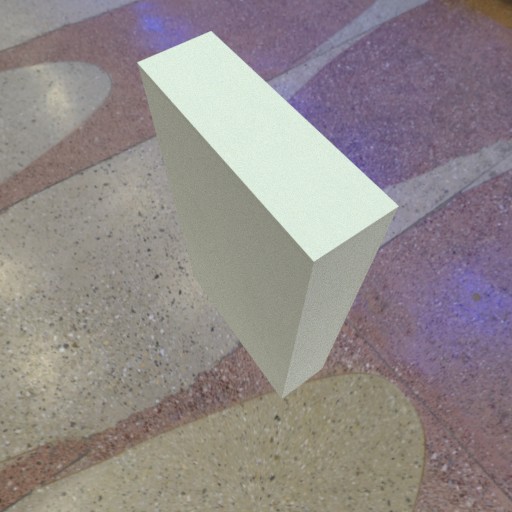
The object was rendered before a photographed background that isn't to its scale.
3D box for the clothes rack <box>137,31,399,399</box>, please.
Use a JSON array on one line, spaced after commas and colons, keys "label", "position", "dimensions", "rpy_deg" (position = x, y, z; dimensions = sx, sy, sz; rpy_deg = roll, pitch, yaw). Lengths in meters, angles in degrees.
[{"label": "clothes rack", "position": [0.000, 0.000, 1.630], "dimensions": [0.250, 1.280, 0.750], "rpy_deg": [-32, 65, -17]}]
